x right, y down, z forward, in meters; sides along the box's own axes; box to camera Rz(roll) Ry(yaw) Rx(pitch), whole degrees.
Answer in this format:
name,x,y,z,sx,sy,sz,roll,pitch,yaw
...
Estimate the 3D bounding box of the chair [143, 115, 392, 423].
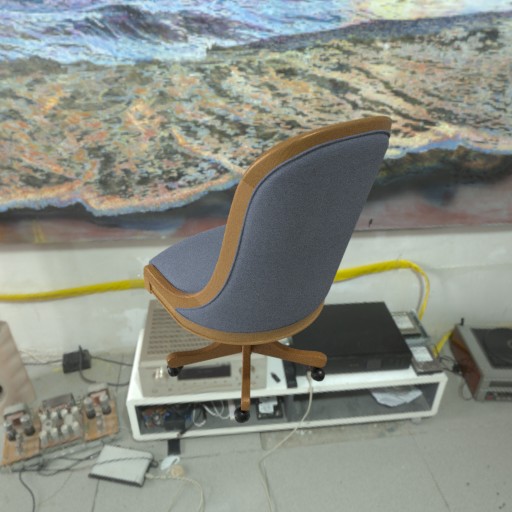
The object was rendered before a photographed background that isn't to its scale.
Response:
name,x,y,z,sx,sy,sz,roll,pitch,yaw
chair,0.000,0.000,1.473,0.605,1.031,0.735,-21,37,-30
